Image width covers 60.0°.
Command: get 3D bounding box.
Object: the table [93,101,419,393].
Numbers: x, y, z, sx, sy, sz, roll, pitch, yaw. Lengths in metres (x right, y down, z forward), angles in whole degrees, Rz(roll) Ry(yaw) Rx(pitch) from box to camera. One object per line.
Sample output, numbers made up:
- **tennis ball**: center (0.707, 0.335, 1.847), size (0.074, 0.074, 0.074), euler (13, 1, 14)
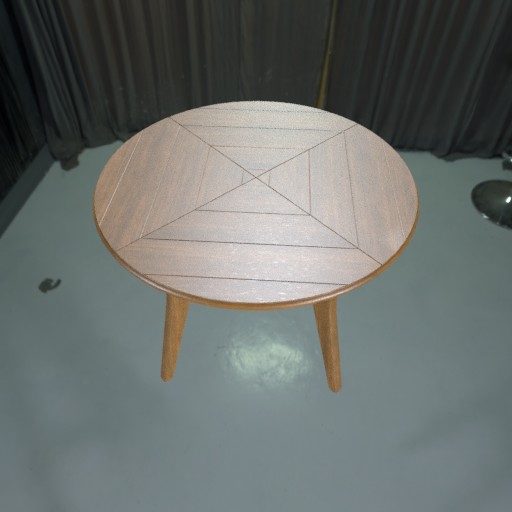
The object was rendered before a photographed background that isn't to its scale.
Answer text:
- **table**: center (0.000, 0.000, 1.741), size (1.055, 0.757, 1.055), euler (0, 47, 0)
